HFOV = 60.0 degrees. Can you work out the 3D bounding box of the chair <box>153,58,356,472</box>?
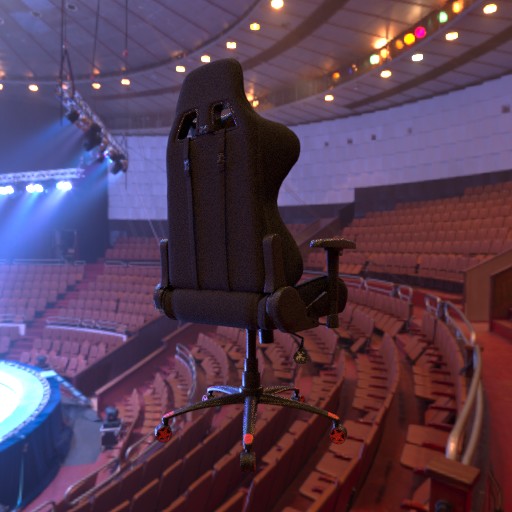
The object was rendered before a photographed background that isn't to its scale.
[{"bbox_3d":[0.000,0.000,1.715,0.695,1.326,0.658,-1,-1,37],"label":"chair"}]
